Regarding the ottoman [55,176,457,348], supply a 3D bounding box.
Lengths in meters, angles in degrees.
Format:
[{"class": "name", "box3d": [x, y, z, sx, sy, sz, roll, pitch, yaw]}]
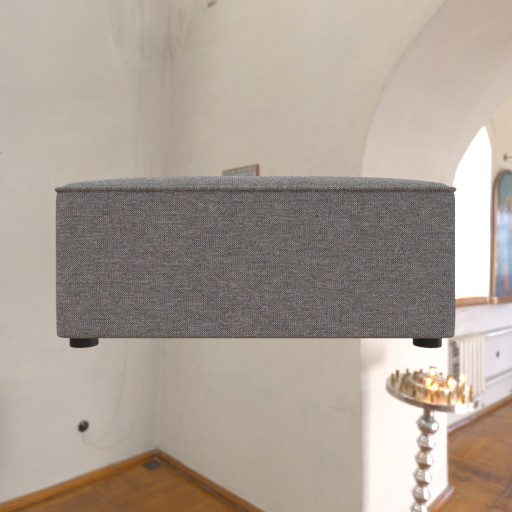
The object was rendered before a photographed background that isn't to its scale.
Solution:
[{"class": "ottoman", "box3d": [0.000, 0.000, 1.572, 1.005, 0.455, 1.005, 0, 0, 0]}]
